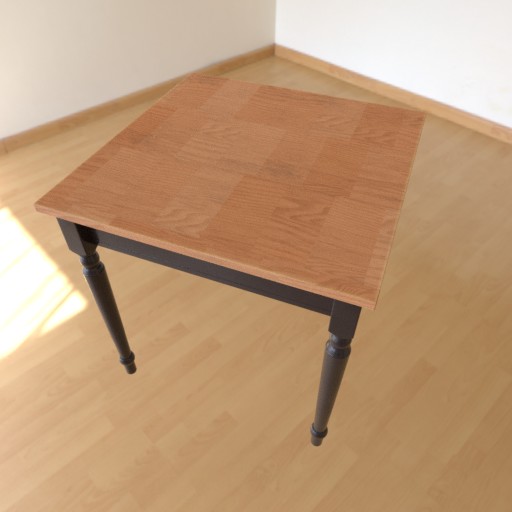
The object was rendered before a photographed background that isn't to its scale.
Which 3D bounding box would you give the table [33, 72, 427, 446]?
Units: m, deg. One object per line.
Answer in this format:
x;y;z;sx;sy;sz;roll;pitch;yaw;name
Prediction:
0.000;0.000;1.371;0.747;0.738;0.747;16;47;15;table
